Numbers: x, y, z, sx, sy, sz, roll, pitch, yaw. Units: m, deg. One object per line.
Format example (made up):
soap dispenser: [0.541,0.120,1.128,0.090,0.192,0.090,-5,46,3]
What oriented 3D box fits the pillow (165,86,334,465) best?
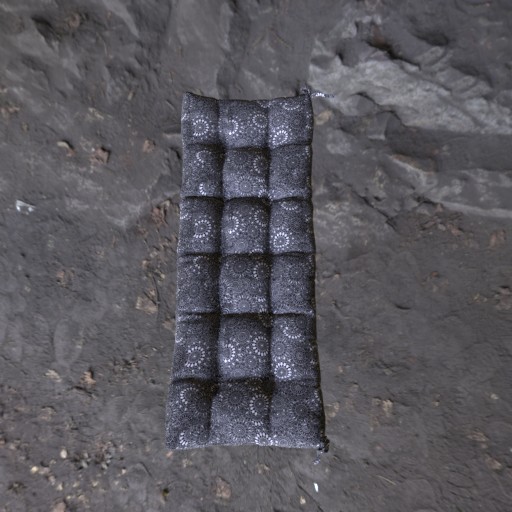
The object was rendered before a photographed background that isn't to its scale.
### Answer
pillow: [0.000,0.000,1.371,0.511,0.174,1.194,0,74,0]
